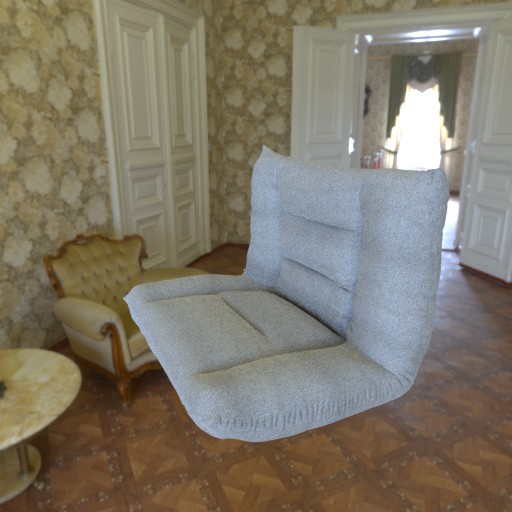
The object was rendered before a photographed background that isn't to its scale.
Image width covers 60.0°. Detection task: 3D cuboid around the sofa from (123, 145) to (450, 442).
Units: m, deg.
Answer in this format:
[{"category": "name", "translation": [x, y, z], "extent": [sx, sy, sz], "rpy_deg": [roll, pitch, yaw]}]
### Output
[{"category": "sofa", "translation": [0.000, 0.000, 1.691], "extent": [0.847, 0.795, 1.144], "rpy_deg": [-7, 17, -25]}]
